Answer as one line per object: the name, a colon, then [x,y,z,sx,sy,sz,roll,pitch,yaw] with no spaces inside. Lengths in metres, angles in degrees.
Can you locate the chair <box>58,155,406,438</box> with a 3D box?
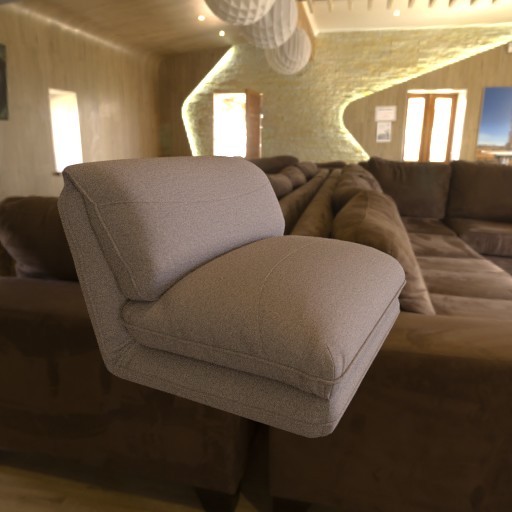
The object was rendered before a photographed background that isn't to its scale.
chair: [0.000,0.000,1.339,0.780,0.580,0.820,7,16,27]
